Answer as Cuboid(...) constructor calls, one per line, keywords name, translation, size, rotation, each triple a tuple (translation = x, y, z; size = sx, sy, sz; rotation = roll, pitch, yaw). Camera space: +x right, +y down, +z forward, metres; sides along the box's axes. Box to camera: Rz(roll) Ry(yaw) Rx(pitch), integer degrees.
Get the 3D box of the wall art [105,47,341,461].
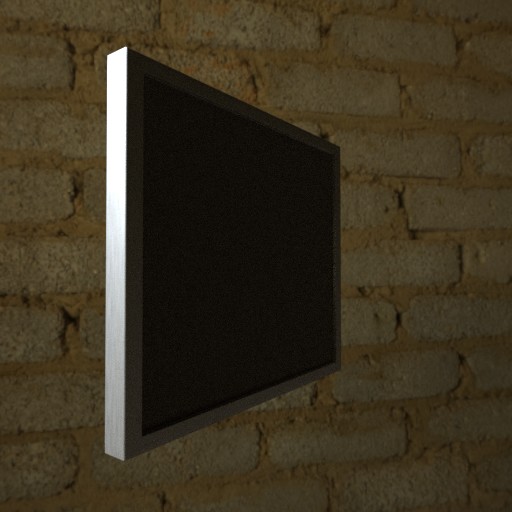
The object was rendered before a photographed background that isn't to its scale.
Cuboid(name="wall art", translation=(0.000, 0.000, 0.512), size=(0.028, 0.330, 0.380), rotation=(-1, -1, 37))
